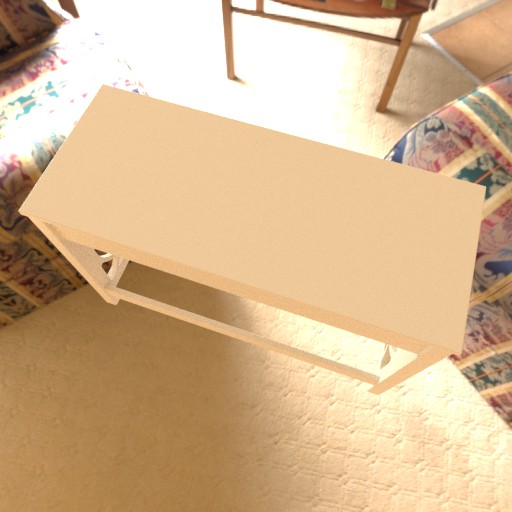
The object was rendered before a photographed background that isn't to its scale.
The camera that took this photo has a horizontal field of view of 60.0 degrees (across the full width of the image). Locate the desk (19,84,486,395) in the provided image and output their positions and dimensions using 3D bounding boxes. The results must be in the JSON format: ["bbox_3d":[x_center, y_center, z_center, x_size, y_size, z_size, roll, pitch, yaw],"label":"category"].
[{"bbox_3d":[0.000,0.000,1.564,1.191,0.762,0.504,17,66,8],"label":"desk"}]
